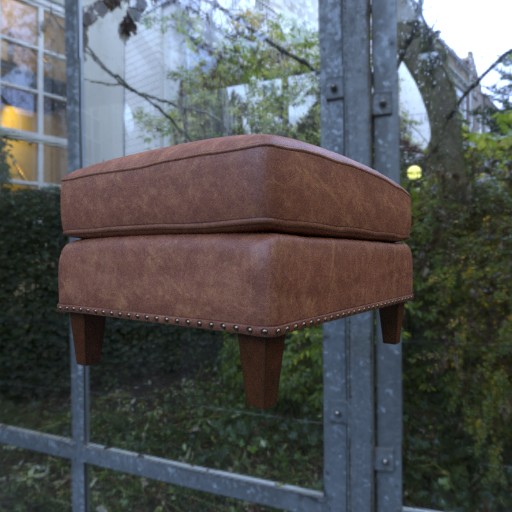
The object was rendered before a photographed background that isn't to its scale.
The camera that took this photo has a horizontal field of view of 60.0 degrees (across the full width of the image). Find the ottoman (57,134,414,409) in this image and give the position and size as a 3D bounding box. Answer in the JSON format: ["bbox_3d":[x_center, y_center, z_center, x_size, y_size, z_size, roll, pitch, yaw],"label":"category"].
[{"bbox_3d":[0.000,0.000,1.120,0.586,0.486,0.742,0,0,36],"label":"ottoman"}]
